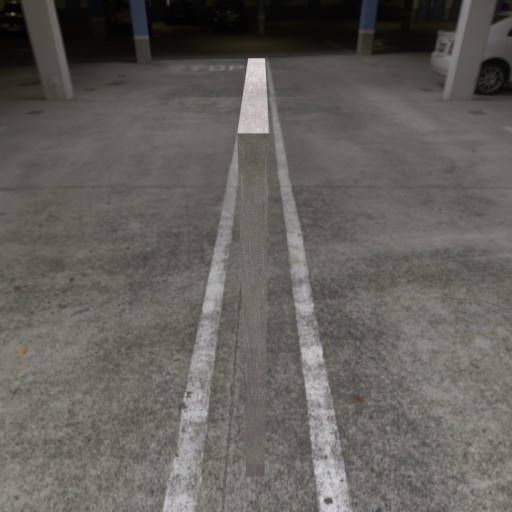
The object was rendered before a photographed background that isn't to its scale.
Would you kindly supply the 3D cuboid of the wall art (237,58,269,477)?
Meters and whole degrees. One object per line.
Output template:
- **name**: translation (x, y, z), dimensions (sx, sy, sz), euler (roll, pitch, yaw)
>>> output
- **wall art**: translation (0.000, 0.000, 0.708), dimensions (0.032, 0.521, 0.421), euler (0, 32, 0)
